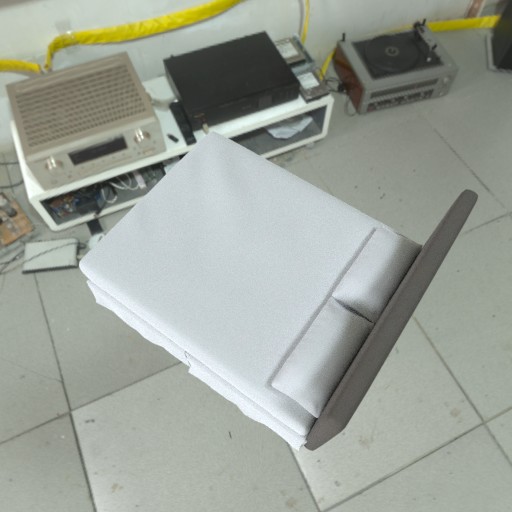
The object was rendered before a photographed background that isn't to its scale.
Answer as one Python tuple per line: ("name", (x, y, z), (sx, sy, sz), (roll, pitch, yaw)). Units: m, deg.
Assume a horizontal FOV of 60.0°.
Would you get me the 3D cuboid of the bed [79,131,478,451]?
("bed", (0.000, 0.000, 3.195), (2.142, 1.330, 1.723), (32, 67, 16))
